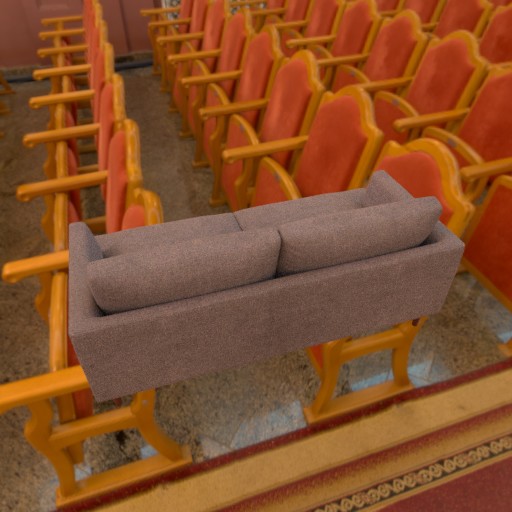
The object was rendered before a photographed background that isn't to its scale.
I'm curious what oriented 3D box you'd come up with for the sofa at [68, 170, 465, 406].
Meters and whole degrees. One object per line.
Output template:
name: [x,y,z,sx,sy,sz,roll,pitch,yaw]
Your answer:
sofa: [0.000,0.000,2.533,1.948,0.868,1.020,-12,41,-14]
